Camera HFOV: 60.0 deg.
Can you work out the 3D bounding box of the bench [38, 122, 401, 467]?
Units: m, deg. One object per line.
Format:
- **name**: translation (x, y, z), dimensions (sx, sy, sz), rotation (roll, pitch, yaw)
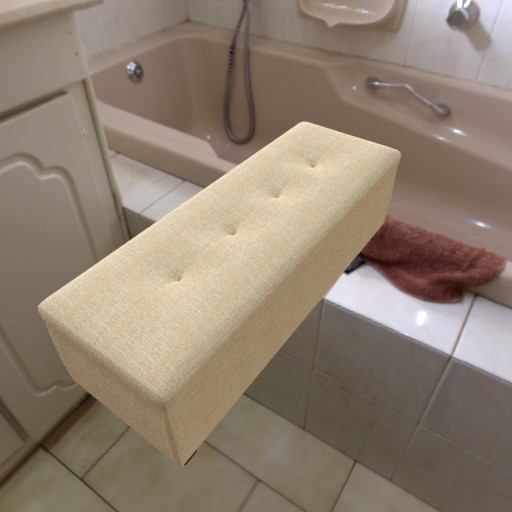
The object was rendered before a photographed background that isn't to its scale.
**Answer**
- **bench**: translation (0.000, 0.000, 1.442), dimensions (0.432, 0.406, 1.219), rotation (26, 48, 26)
